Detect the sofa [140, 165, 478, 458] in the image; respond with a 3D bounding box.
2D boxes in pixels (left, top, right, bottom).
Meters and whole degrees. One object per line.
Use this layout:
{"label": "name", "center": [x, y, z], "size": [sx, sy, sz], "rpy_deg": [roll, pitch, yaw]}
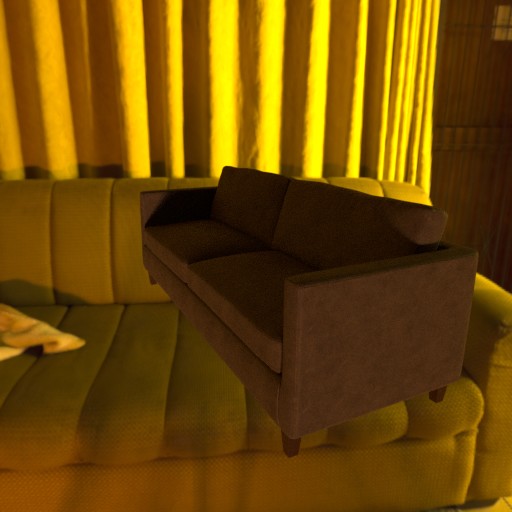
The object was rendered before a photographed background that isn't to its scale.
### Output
{"label": "sofa", "center": [0.000, 0.000, 2.788], "size": [0.951, 0.965, 2.434], "rpy_deg": [-8, 18, -25]}
